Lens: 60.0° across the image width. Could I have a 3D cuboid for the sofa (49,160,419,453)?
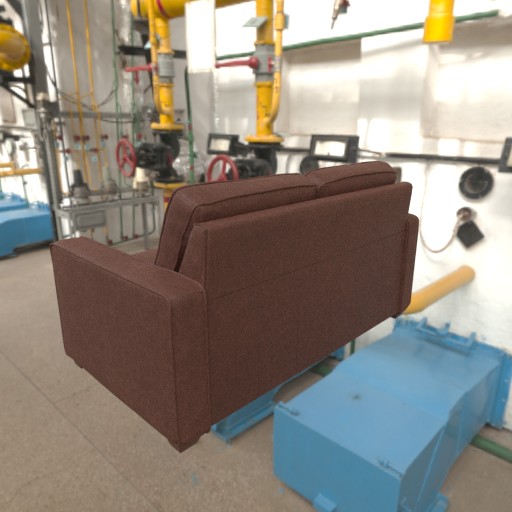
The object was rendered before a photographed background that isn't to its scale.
[{"bbox_3d":[0.000,0.000,2.262,0.947,0.918,1.709,16,24,42],"label":"sofa"}]
